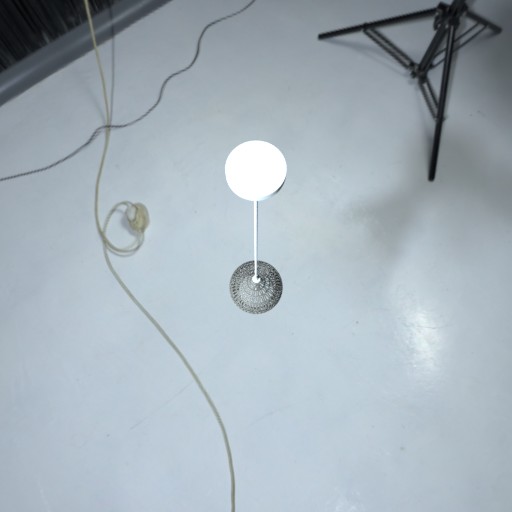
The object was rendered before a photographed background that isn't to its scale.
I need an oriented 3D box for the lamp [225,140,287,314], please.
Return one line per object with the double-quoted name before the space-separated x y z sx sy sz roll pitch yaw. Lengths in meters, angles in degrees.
"lamp" 0.000 0.000 2.131 0.355 1.919 0.355 -37 79 -9
